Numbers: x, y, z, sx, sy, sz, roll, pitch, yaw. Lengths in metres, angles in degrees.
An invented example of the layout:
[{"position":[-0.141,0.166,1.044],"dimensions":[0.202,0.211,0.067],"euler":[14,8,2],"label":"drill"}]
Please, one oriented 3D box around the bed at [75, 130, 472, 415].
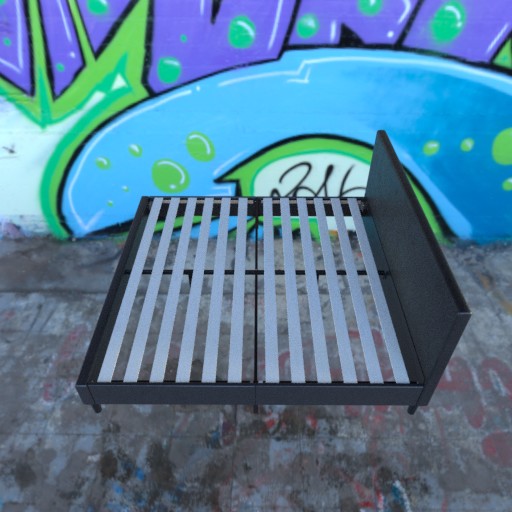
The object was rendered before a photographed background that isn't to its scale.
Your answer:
[{"position":[0.000,0.000,3.288],"dimensions":[2.152,1.046,2.018],"euler":[0,41,0],"label":"bed"}]
